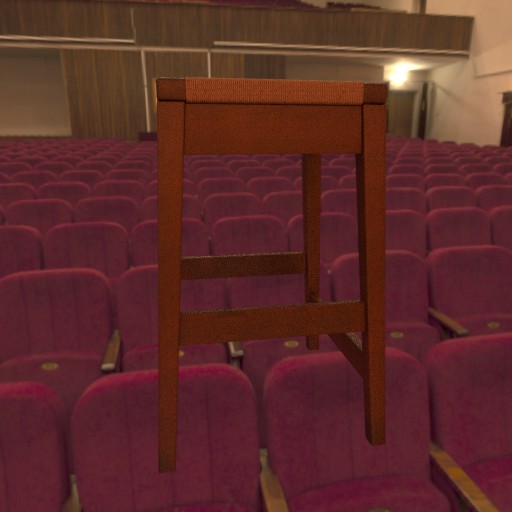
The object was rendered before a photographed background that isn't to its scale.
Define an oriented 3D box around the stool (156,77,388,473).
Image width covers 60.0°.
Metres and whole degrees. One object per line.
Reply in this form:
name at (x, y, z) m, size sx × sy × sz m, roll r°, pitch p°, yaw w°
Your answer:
stool at (0.000, 0.000, 1.091) m, size 0.497 × 0.762 × 0.507 m, roll -3°, pitch 15°, yaw -10°
